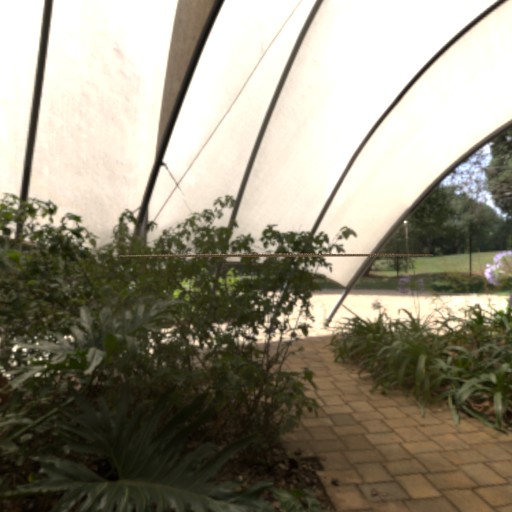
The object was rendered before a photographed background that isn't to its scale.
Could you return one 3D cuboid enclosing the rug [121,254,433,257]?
[{"bbox_3d":[0.000,0.000,3.095,1.520,0.006,2.432,0,0,-36],"label":"rug"}]
